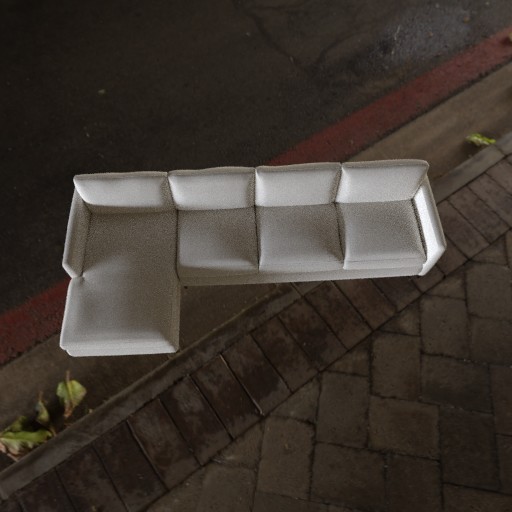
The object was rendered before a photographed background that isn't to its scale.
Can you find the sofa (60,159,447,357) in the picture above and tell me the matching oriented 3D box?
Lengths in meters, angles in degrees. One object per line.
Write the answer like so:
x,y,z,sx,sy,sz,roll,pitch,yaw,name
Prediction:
0.000,0.000,3.820,3.186,0.875,1.467,-3,63,-1,sofa
